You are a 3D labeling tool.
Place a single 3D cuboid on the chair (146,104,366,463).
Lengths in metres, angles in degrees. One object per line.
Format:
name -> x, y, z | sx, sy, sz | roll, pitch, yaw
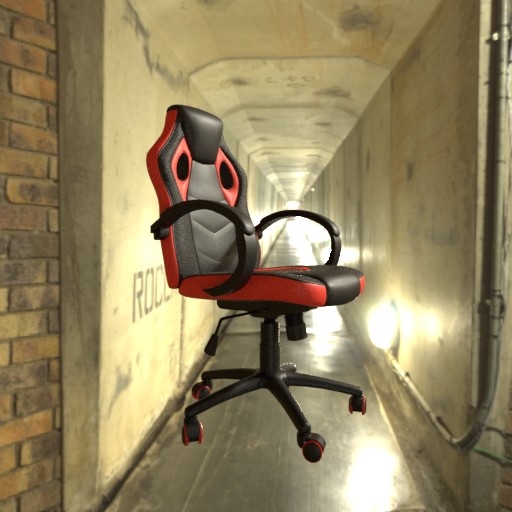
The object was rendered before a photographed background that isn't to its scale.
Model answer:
chair -> 0.000, 0.000, 1.397 | 0.642, 1.016, 0.600 | 2, 3, 37
